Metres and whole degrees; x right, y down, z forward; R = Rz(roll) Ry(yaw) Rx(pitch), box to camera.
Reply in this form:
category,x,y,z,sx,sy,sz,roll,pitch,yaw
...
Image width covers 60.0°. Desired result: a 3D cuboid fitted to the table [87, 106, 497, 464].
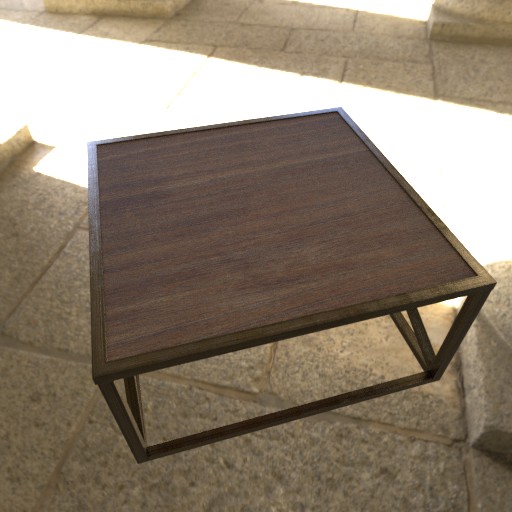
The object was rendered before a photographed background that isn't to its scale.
category,x,y,z,sx,sy,sz,roll,pitch,yaw
table,0.000,0.000,1.404,0.909,0.451,0.899,-11,46,-11
